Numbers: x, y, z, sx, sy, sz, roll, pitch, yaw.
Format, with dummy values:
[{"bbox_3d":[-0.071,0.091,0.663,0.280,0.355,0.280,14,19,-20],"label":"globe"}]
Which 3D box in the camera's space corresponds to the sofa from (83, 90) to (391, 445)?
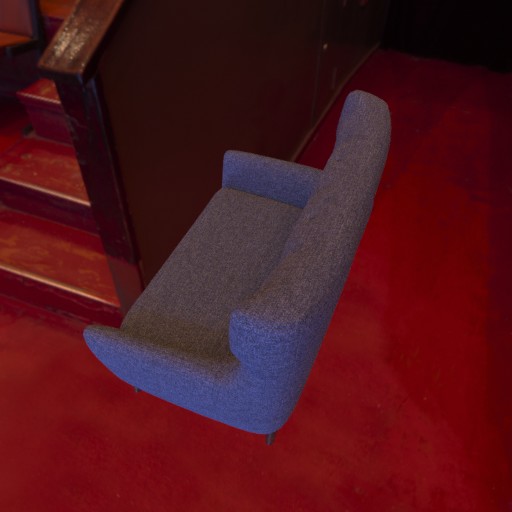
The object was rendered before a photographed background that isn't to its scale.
[{"bbox_3d":[0.000,0.000,1.952,0.874,1.028,1.358,16,48,15],"label":"sofa"}]
